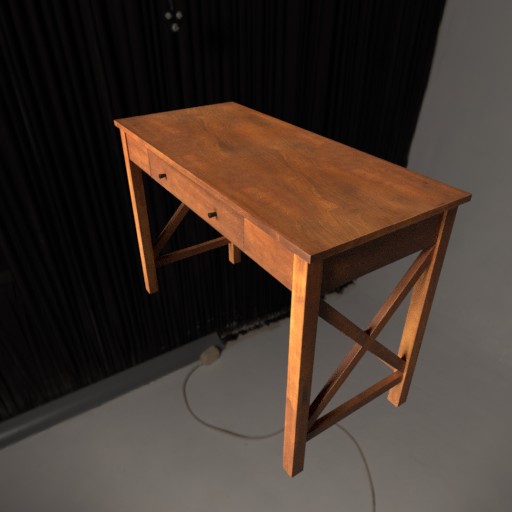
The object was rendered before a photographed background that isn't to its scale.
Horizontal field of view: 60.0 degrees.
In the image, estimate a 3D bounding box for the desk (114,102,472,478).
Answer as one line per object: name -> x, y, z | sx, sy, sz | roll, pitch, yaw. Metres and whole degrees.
desk -> 0.000, 0.000, 1.544 | 0.508, 0.762, 1.117 | -20, 37, -28
